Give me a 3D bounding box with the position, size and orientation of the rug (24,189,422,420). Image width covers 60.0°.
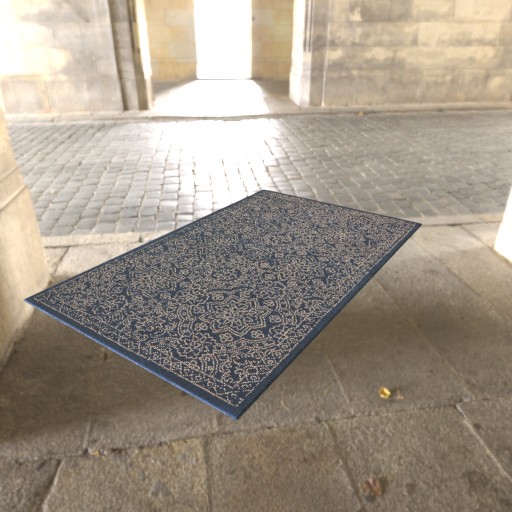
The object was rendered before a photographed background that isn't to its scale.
[{"bbox_3d":[0.000,0.000,3.025,1.526,0.015,2.441,17,32,31],"label":"rug"}]
